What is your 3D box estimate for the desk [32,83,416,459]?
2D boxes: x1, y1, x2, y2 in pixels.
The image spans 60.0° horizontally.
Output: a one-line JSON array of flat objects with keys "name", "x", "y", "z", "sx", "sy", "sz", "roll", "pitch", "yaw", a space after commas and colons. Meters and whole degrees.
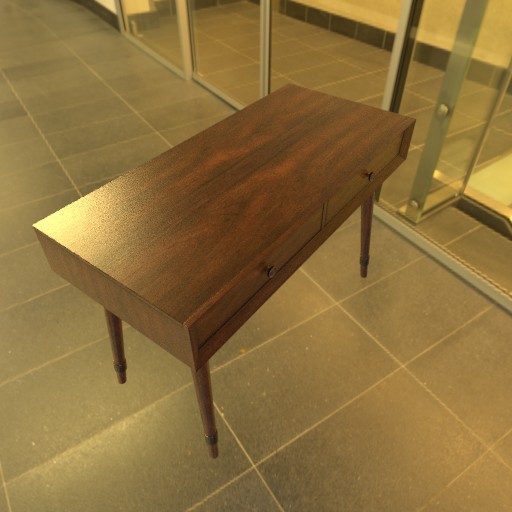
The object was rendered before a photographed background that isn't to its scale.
[{"name": "desk", "x": 0.000, "y": 0.000, "z": 2.165, "sx": 0.734, "sy": 1.031, "sz": 1.577, "roll": 27, "pitch": 49, "yaw": 26}]
